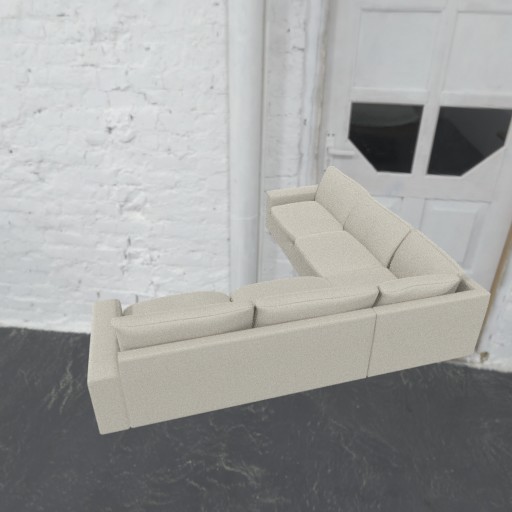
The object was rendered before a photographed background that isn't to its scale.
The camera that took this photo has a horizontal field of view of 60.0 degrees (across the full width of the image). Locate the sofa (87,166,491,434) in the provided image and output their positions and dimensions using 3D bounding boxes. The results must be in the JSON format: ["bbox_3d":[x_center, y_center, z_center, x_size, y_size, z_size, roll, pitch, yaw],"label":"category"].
[{"bbox_3d":[0.000,0.000,4.681,3.206,0.918,3.066,-8,30,-13],"label":"sofa"}]
